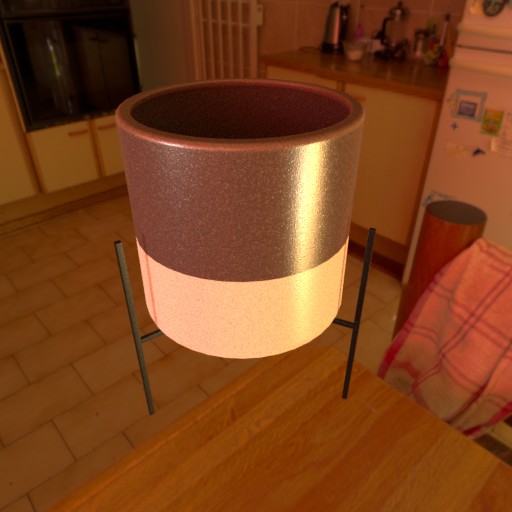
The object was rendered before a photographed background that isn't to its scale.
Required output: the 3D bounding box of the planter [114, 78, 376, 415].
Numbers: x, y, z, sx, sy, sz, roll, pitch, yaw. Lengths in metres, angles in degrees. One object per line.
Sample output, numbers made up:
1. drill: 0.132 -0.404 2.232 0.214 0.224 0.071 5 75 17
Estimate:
1. planter: 0.000 0.000 0.521 0.260 0.353 0.250 10 35 15
